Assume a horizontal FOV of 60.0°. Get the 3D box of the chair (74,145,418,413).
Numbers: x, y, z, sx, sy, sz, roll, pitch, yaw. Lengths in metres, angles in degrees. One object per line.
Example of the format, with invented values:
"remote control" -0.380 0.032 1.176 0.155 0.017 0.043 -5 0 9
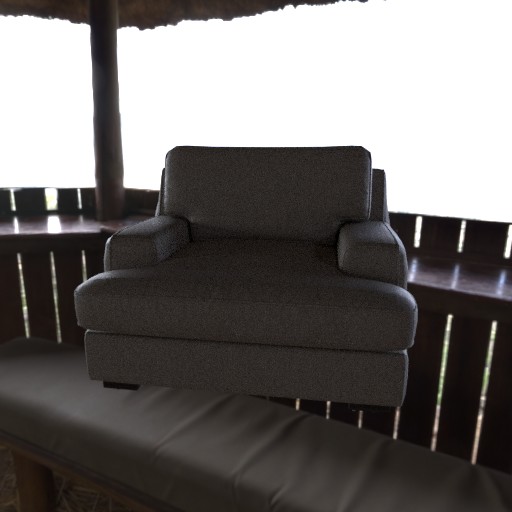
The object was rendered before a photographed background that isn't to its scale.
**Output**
"chair" 0.000 0.000 2.005 1.270 0.974 1.043 2 14 9
